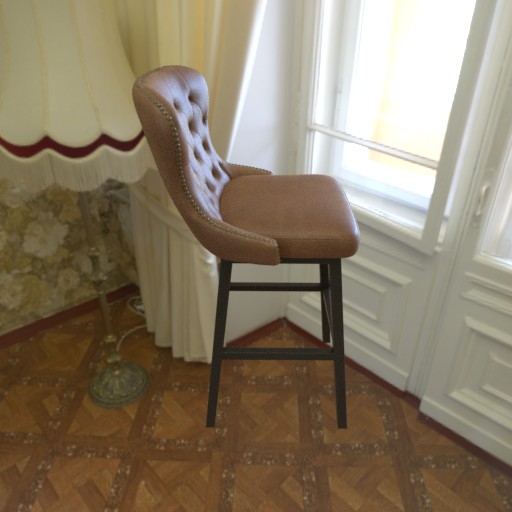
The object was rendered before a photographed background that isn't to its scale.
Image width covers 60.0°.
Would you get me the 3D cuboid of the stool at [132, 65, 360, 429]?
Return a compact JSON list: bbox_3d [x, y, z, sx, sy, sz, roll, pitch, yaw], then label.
[{"bbox_3d":[0.000,0.000,1.371,0.601,1.050,0.528,0,31,1],"label":"stool"}]
